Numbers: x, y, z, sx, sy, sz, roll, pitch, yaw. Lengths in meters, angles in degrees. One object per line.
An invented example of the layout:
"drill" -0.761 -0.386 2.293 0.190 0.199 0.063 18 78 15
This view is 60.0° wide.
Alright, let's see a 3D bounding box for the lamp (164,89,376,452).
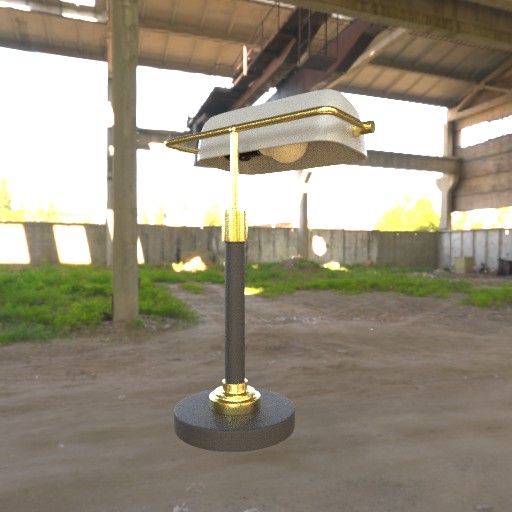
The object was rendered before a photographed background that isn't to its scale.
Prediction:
"lamp" 0.000 0.000 0.561 0.269 0.404 0.227 1 2 38
